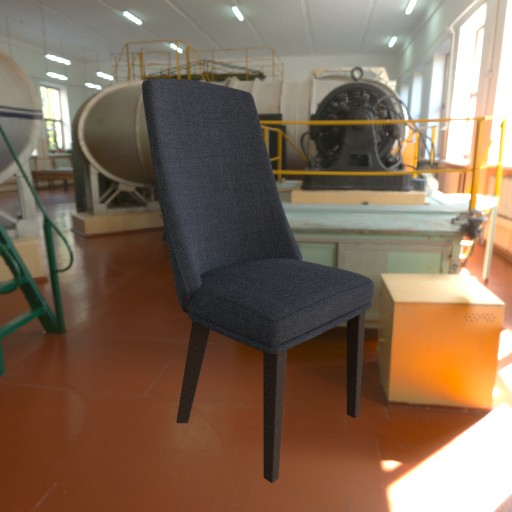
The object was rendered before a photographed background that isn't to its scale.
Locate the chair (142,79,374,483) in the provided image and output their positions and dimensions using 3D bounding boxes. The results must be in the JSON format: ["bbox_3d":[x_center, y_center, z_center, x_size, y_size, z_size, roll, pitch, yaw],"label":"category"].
[{"bbox_3d":[0.000,0.000,1.342,0.577,1.050,0.510,13,19,43],"label":"chair"}]
